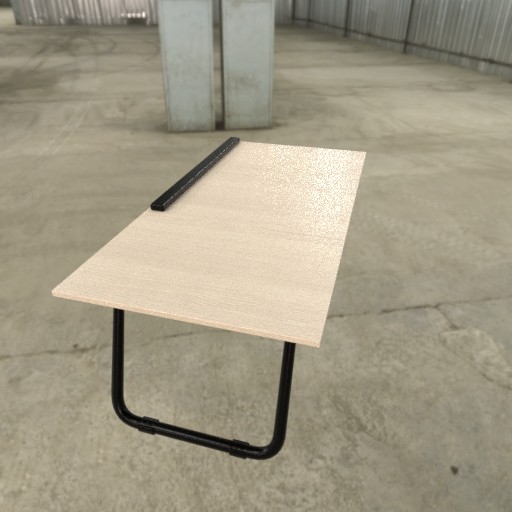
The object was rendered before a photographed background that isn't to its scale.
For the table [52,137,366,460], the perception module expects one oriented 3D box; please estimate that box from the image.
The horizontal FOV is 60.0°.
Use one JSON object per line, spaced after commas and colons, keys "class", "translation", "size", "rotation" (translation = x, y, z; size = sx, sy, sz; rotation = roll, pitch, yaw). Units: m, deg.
{"class": "table", "translation": [0.000, 0.000, 0.809], "size": [0.322, 0.242, 0.644], "rotation": [9, 32, 14]}
